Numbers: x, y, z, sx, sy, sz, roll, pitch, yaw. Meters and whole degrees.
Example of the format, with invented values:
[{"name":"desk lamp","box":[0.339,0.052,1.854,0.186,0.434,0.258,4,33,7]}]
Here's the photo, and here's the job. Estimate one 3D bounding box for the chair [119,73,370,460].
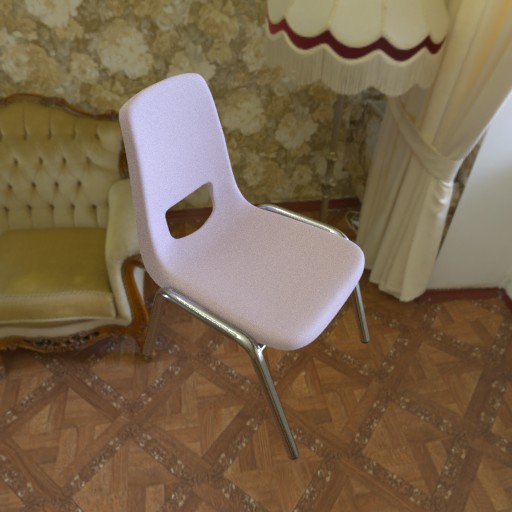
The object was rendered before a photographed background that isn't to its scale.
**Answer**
[{"name":"chair","box":[0.000,0.000,0.848,0.423,0.586,0.354,24,47,25]}]
